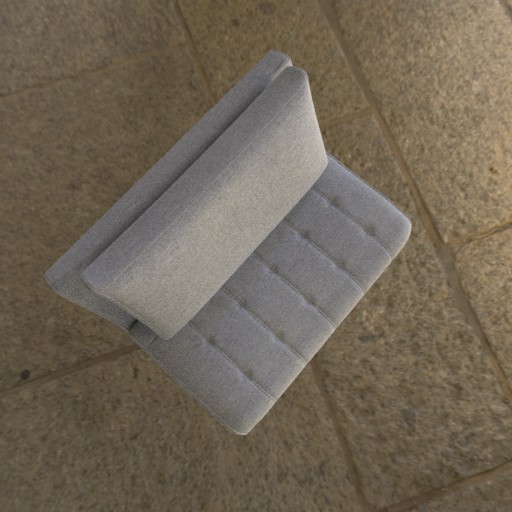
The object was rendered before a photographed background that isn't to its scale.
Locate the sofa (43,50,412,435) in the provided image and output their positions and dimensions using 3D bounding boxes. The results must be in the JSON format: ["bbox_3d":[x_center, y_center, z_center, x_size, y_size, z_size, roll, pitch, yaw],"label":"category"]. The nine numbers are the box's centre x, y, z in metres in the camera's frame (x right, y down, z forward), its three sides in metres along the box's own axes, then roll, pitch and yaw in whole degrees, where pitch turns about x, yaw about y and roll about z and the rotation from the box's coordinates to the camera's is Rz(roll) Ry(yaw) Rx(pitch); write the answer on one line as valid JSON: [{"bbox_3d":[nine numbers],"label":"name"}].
[{"bbox_3d":[0.000,0.000,1.871,0.910,0.910,1.220,40,79,9],"label":"sofa"}]
